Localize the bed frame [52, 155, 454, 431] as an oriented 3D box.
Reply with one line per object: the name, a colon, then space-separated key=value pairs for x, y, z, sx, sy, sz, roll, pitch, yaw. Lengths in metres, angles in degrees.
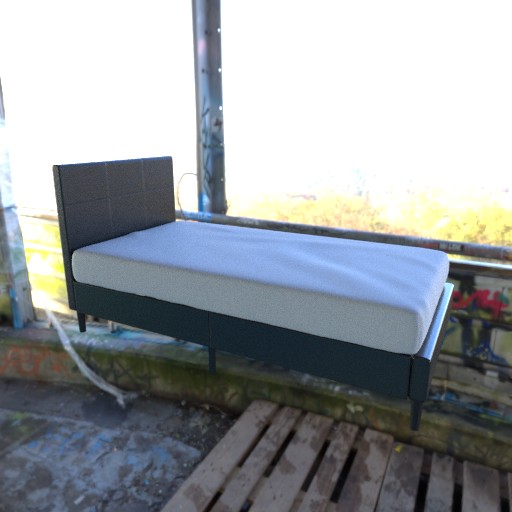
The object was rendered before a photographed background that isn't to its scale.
bed frame: x=0.000 y=0.000 z=2.466 sx=2.152 sy=1.046 sz=1.038 roll=8 pitch=18 yaw=27
